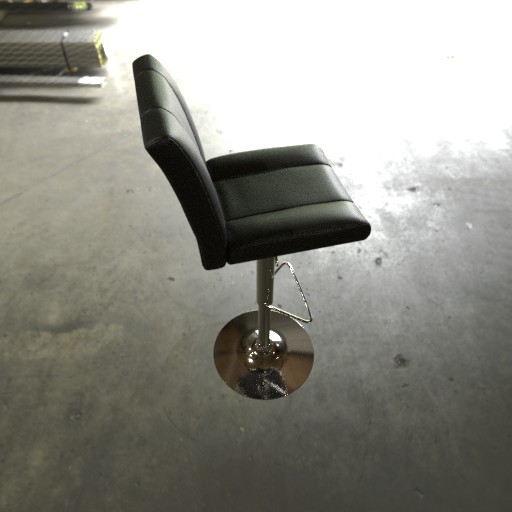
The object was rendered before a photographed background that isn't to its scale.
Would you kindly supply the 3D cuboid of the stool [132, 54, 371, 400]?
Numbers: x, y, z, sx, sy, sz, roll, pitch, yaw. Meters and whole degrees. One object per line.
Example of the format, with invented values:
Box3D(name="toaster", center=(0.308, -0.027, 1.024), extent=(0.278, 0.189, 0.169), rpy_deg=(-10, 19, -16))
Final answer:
Box3D(name="stool", center=(0.000, 0.000, 1.380), extent=(0.520, 1.151, 0.415), rpy_deg=(-11, 47, -10))
